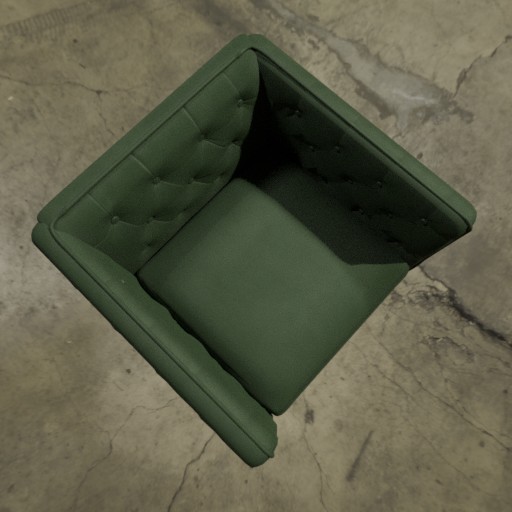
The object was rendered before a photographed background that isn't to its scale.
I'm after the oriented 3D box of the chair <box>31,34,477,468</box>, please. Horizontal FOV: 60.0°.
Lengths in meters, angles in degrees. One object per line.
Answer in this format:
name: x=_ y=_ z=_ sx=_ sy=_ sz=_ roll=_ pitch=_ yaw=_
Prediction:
chair: x=0.000 y=0.000 z=1.501 sx=0.855 sy=0.768 sz=0.917 roll=43 pitch=80 yaw=9
